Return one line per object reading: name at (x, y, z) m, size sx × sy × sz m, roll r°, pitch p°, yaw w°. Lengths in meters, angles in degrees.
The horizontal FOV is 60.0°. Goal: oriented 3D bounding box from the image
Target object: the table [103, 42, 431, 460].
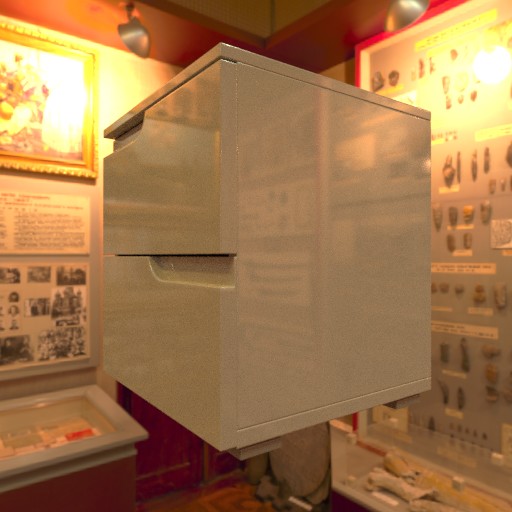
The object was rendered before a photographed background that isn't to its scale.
table at (0.000, 0.000, 0.774) m, size 0.400 × 0.470 × 0.420 m, roll 0°, pitch 0°, yaw -36°
